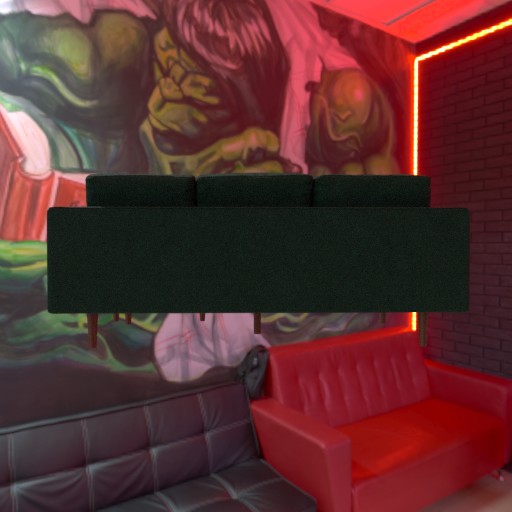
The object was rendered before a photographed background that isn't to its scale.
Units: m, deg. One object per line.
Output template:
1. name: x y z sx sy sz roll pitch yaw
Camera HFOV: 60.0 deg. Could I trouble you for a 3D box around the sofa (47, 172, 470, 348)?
1. sofa: 0.000 0.000 2.892 2.030 0.899 1.580 0 1 -1
